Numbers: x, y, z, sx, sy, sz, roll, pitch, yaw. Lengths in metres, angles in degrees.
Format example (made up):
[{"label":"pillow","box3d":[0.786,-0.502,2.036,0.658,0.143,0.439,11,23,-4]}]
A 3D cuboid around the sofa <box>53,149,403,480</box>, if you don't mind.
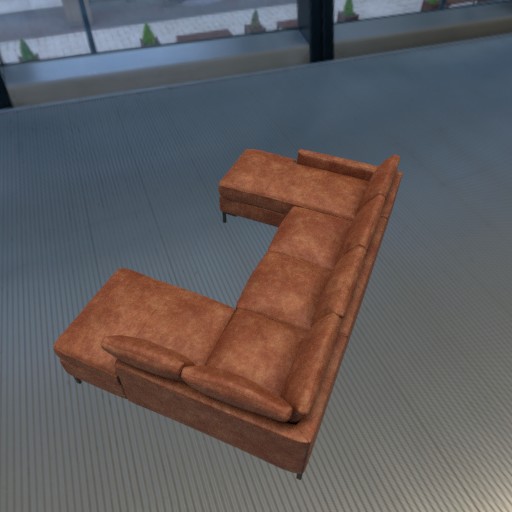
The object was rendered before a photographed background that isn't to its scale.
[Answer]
[{"label":"sofa","box3d":[0.000,0.000,3.876,1.939,0.900,2.956,17,49,16]}]
